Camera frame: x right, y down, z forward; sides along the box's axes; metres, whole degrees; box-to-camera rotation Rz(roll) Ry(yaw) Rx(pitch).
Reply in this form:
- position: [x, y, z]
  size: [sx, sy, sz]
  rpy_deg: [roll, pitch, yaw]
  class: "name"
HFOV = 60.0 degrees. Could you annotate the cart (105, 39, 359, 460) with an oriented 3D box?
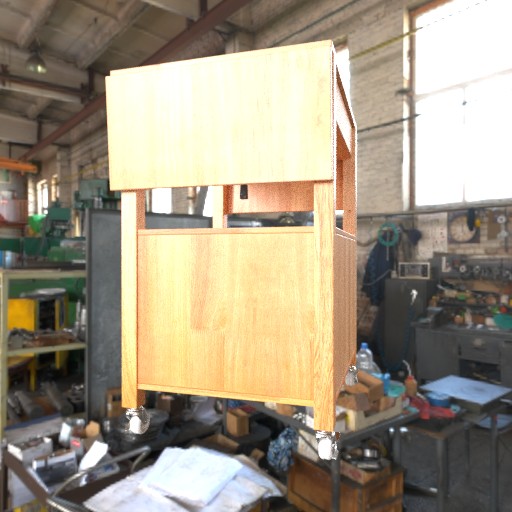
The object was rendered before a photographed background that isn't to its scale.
- position: [0.000, 0.000, 1.217]
  size: [0.508, 0.838, 0.640]
  rpy_deg: [0, 0, 17]
  class: "cart"
